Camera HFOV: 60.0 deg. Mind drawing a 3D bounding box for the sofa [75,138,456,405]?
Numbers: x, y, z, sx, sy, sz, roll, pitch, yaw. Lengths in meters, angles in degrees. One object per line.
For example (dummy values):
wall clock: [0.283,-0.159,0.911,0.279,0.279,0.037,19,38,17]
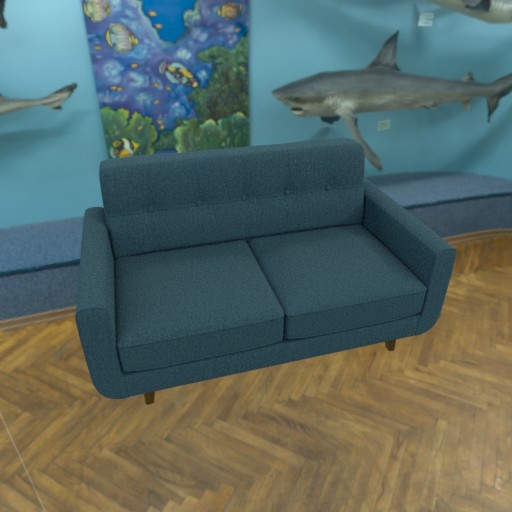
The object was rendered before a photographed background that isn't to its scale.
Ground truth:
sofa: [0.000,0.000,2.261,1.651,0.896,0.942,-9,33,-14]
